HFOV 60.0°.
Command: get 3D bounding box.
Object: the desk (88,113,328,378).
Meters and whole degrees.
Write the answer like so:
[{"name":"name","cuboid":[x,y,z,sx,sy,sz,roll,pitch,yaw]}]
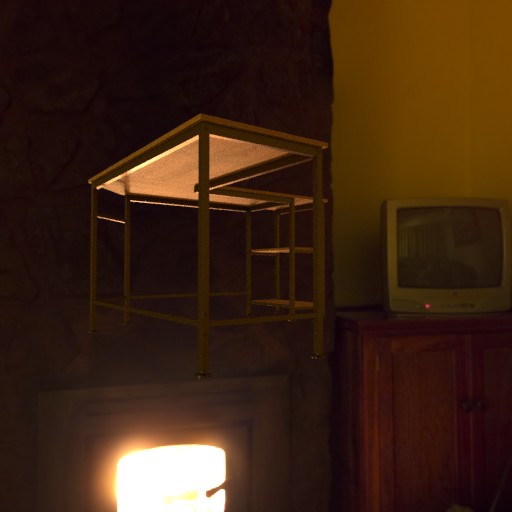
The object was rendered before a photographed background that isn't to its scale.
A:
[{"name":"desk","cuboid":[0.000,0.000,2.194,1.379,0.739,1.379,1,-2,-36]}]
